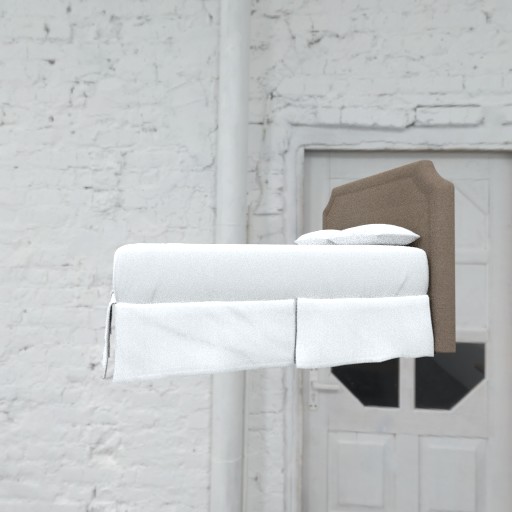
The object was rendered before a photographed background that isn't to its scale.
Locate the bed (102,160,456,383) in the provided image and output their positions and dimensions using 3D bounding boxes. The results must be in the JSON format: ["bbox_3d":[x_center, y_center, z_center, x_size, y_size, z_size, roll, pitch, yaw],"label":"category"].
[{"bbox_3d":[0.000,0.000,3.259,2.116,1.290,1.693,0,0,-18],"label":"bed"}]
